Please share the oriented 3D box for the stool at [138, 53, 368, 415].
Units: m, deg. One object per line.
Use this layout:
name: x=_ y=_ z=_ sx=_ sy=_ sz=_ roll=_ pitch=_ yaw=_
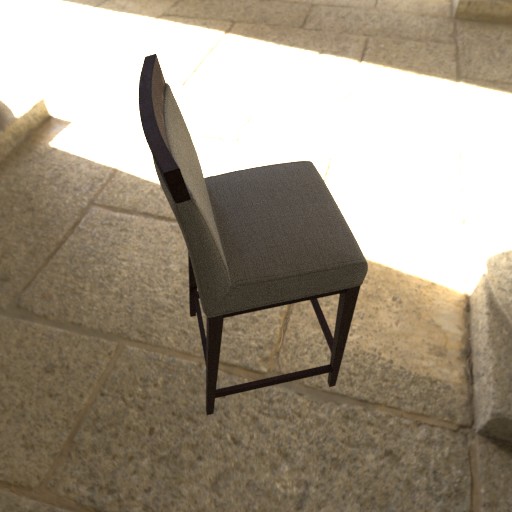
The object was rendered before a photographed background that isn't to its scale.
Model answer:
stool: x=0.000 y=0.000 z=1.421 sx=0.531 sy=1.117 sz=0.511 roll=-10 pitch=48 yaw=-9
